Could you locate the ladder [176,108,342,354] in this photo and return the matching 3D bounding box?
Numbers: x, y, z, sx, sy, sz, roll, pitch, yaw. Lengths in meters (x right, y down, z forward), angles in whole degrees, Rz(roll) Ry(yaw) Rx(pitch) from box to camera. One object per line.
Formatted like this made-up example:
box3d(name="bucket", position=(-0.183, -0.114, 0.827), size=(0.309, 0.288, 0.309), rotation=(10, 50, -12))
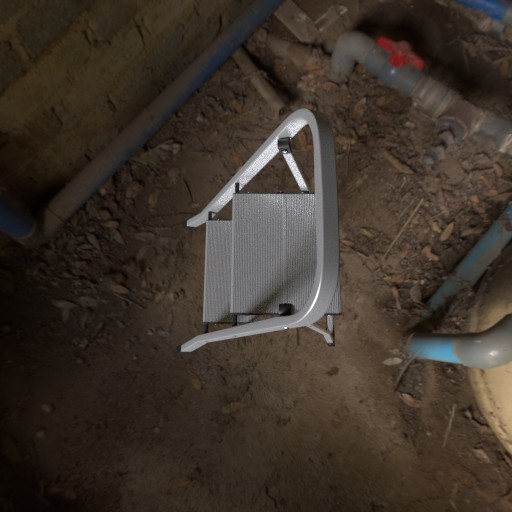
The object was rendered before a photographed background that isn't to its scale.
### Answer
box3d(name="ladder", position=(0.000, 0.000, 1.136), size=(0.530, 0.830, 0.465), rotation=(0, 76, 0))
